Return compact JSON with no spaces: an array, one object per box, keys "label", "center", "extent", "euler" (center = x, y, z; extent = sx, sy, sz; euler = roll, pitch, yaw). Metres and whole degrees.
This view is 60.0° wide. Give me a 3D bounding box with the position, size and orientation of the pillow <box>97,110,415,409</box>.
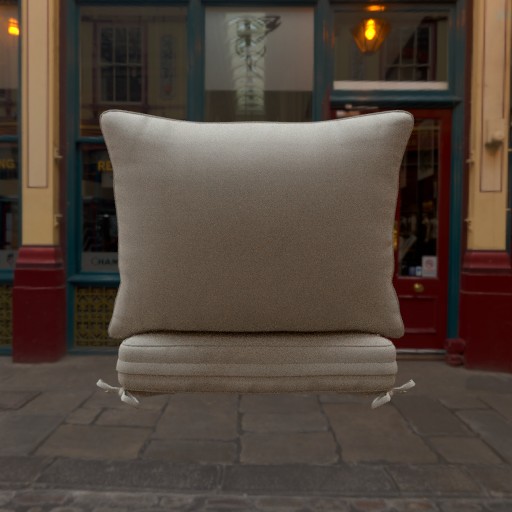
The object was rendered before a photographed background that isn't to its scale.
[{"label":"pillow","center":[0.000,0.000,1.363],"extent":[0.798,0.716,0.733],"euler":[0,0,0]}]
